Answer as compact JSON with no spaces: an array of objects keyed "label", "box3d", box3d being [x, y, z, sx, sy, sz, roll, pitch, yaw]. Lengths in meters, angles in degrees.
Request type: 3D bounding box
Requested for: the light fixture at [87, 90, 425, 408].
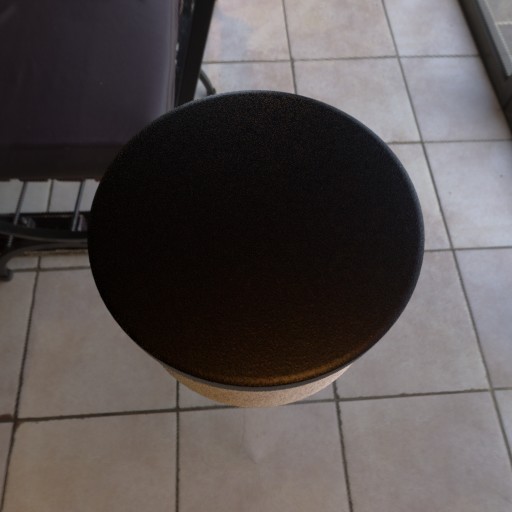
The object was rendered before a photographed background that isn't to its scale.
[{"label":"light fixture","box3d":[0.000,0.000,0.619,0.389,0.229,0.389,0,65,0]}]
